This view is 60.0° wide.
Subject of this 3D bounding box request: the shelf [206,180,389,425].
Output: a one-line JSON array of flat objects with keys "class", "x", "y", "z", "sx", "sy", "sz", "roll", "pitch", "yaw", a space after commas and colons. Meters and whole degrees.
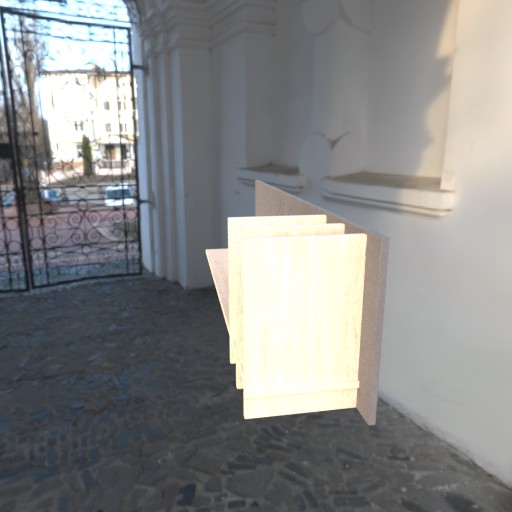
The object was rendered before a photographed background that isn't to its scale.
[{"class": "shelf", "x": 0.000, "y": 0.000, "z": 1.128, "sx": 0.200, "sy": 0.300, "sz": 1.020, "roll": -3, "pitch": 14, "yaw": -10}]
